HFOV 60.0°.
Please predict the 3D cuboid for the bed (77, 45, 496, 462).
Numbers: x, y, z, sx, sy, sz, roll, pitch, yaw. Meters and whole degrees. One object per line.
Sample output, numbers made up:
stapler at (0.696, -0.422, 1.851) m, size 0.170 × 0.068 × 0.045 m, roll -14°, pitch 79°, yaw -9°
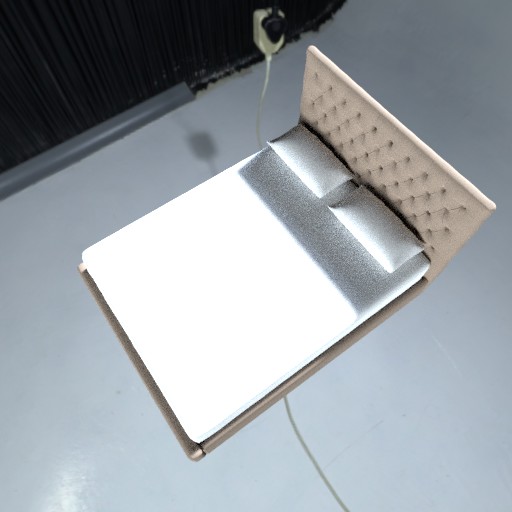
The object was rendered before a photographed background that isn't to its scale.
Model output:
bed at (0.000, 0.000, 3.166) m, size 2.233 × 1.426 × 1.696 m, roll -33°, pitch 68°, yaw -15°
